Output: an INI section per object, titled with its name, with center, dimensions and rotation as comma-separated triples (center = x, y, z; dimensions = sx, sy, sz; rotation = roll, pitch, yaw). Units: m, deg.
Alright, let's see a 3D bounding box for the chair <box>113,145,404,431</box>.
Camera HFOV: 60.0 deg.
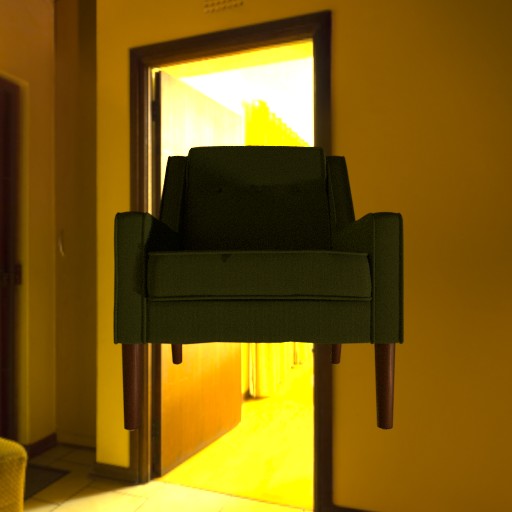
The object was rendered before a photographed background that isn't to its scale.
[chair]
center = 0.000, 0.000, 1.327
dimensions = 0.663, 0.792, 0.743
rotation = 0, 0, 0
